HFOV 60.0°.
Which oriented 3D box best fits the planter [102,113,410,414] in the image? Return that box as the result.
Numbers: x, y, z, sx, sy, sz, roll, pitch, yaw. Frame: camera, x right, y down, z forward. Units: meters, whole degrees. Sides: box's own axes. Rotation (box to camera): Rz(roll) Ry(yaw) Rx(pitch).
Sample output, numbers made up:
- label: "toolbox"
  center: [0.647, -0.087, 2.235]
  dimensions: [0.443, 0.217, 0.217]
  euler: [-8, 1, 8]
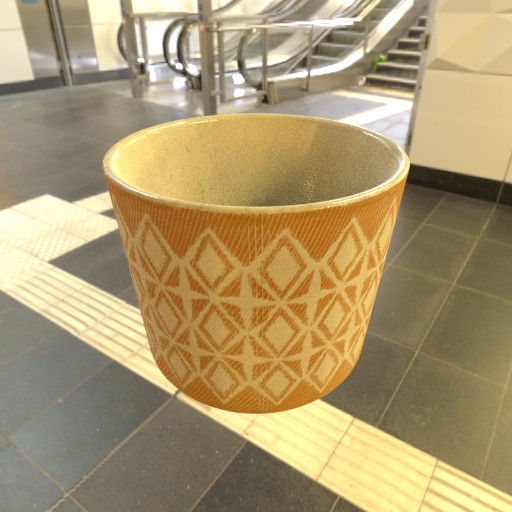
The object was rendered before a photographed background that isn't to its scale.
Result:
- label: "planter"
  center: [0.000, 0.000, 0.332]
  dimensions: [0.193, 0.165, 0.193]
  euler: [0, 31, 0]
